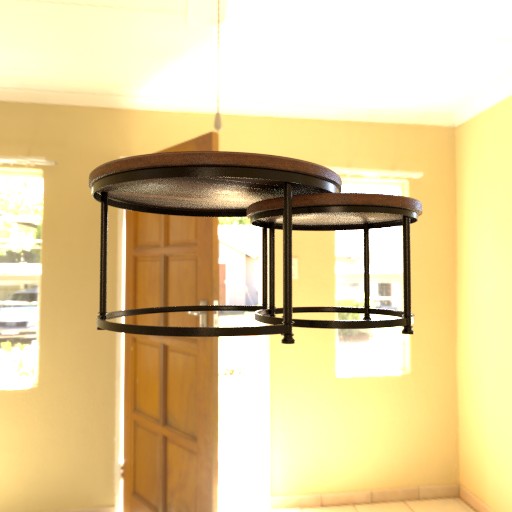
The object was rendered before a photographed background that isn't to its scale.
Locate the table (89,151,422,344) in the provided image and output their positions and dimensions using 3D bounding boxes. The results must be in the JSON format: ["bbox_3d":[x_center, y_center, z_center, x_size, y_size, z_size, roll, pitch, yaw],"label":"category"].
[{"bbox_3d":[0.000,0.000,1.623,1.152,0.516,0.870,1,-2,-18],"label":"table"}]
